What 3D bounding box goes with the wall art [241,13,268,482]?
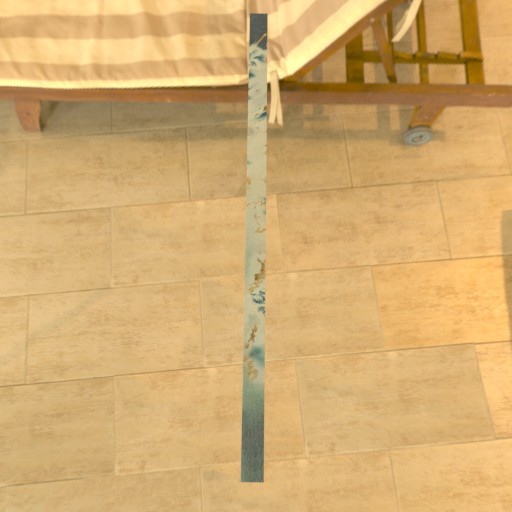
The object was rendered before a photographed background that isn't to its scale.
[{"bbox_3d":[0.000,0.000,1.128,0.038,0.608,0.912,1,76,0],"label":"wall art"}]
